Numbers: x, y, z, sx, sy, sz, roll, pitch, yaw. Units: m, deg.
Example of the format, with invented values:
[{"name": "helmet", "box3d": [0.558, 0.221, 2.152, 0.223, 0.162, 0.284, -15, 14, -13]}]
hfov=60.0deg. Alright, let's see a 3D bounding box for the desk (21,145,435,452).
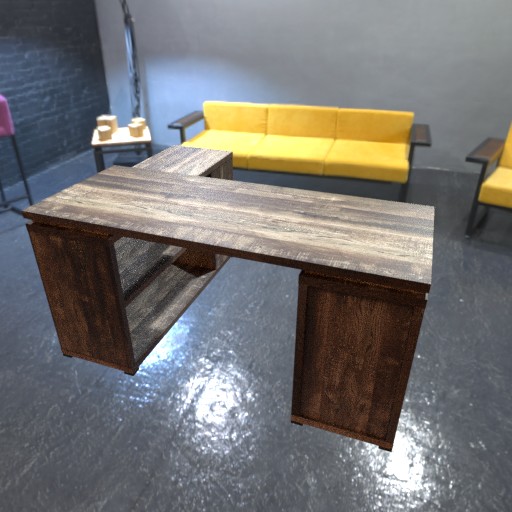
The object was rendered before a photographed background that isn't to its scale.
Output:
[{"name": "desk", "box3d": [0.000, 0.000, 2.190, 1.524, 0.753, 1.200, 10, 31, 17]}]
